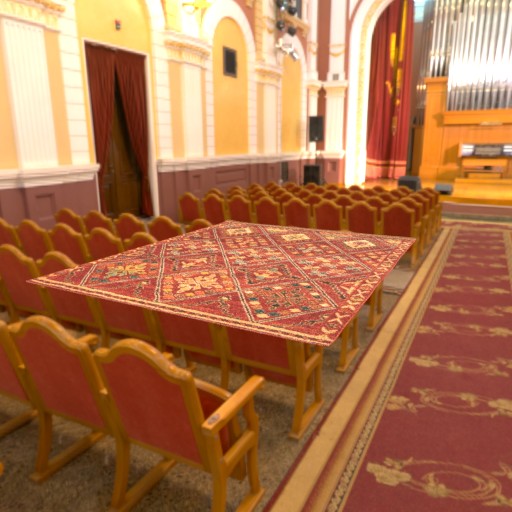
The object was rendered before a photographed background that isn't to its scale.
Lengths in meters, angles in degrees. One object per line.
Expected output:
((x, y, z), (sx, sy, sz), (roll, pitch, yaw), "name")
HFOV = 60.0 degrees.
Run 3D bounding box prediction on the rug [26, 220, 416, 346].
((0.000, 0.000, 4.241), (2.489, 0.030, 3.086), (7, 16, 27), "rug")
